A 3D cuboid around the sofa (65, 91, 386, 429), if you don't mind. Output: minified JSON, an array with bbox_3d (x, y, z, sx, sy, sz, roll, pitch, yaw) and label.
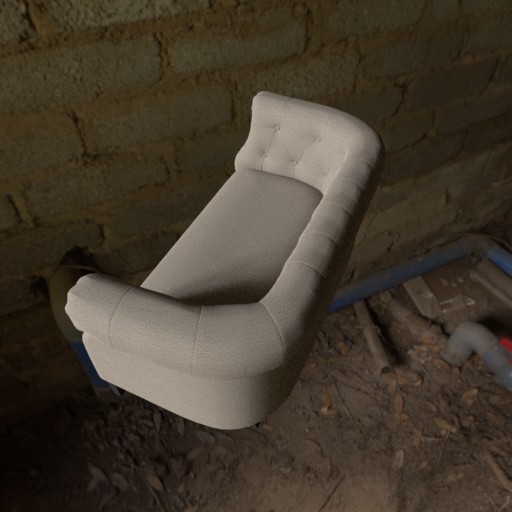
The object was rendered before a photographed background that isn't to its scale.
[{"bbox_3d":[0.000,0.000,2.015,0.835,0.827,1.558,18,49,17],"label":"sofa"}]
